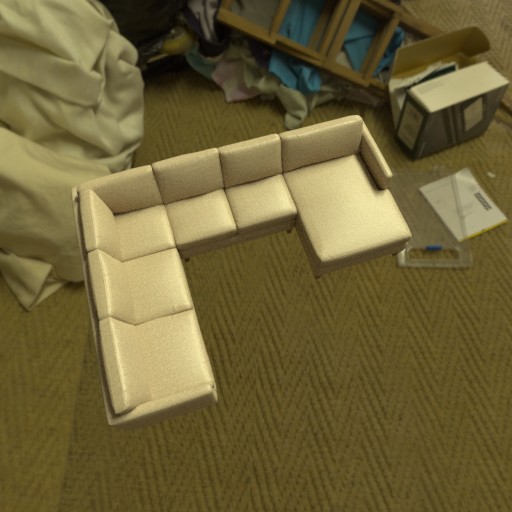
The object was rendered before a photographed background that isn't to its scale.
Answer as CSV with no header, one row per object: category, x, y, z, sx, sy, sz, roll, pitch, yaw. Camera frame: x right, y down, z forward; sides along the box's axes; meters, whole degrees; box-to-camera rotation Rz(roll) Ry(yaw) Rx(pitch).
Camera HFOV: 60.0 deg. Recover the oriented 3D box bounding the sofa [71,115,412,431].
sofa,0.000,0.000,4.735,3.460,0.961,2.594,-16,65,-8
